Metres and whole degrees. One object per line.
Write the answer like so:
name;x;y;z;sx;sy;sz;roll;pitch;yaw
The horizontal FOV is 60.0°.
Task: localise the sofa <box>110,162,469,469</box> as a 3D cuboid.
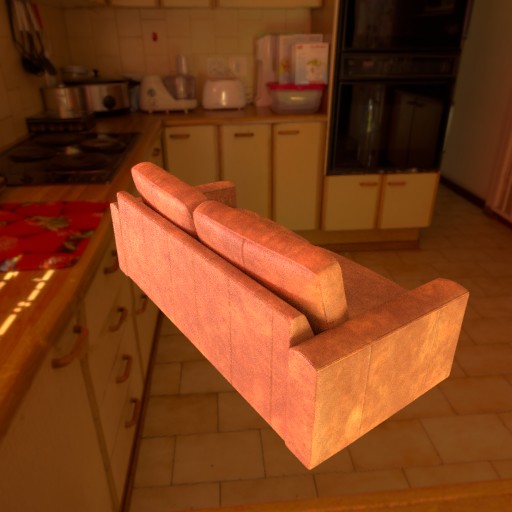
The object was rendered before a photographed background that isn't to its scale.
sofa;0.000;0.000;2.684;1.016;0.873;2.179;-18;31;-31
